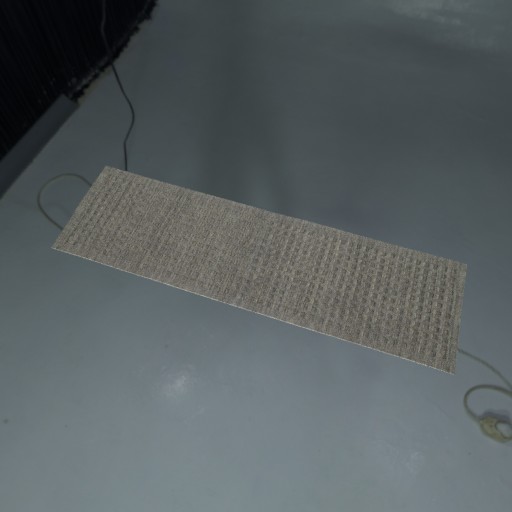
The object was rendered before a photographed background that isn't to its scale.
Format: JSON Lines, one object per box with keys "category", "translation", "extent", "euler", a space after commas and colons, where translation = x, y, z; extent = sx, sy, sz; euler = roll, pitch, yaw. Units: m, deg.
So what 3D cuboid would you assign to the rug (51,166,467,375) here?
{"category": "rug", "translation": [0.000, 0.000, 2.699], "extent": [2.443, 0.009, 0.706], "euler": [16, 60, 10]}
